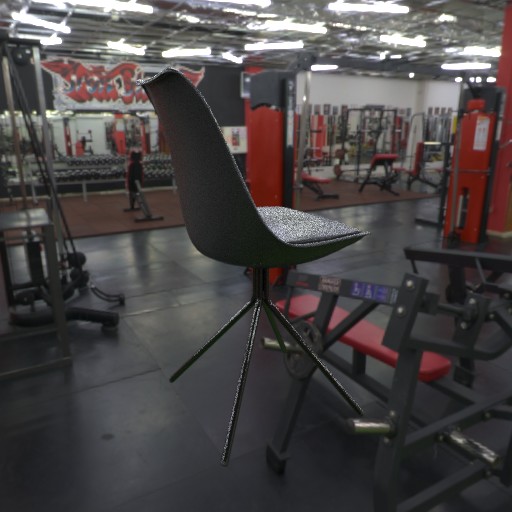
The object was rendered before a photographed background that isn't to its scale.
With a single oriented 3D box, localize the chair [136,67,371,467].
[{"bbox_3d":[0.000,0.000,1.146,0.525,0.850,0.461,-8,18,-26],"label":"chair"}]
